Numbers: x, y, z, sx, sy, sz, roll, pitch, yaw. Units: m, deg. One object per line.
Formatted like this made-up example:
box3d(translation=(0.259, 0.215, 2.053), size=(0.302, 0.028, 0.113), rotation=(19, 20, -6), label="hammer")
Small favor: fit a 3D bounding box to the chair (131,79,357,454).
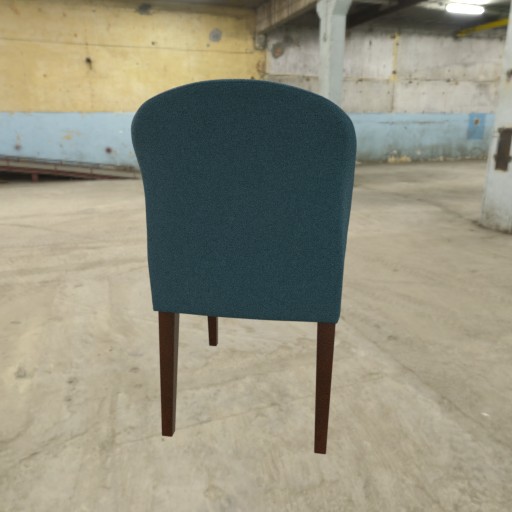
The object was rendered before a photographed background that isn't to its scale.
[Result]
box3d(translation=(0.000, 0.000, 1.262), size=(0.507, 0.879, 0.620), rotation=(3, 16, 9), label="chair")
